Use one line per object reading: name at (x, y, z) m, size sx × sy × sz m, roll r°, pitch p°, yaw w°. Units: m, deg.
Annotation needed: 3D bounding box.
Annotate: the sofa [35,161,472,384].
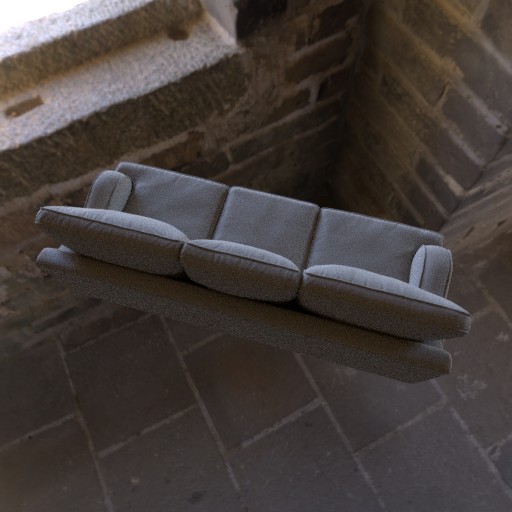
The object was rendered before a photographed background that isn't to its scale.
sofa at (0.000, 0.000, 2.791) m, size 2.323 × 0.997 × 1.016 m, roll 14°, pitch 63°, yaw 7°
